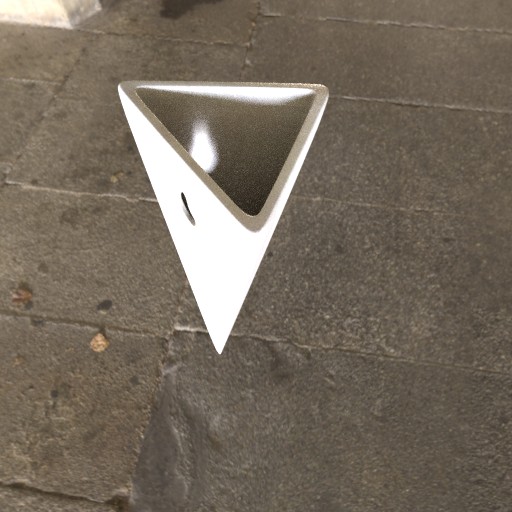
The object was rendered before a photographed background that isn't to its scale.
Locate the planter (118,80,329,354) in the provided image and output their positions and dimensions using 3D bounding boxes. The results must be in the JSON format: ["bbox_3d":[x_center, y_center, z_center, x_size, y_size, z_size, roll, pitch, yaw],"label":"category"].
[{"bbox_3d":[0.000,0.000,0.277,0.081,0.224,0.101,-32,63,-18],"label":"planter"}]
